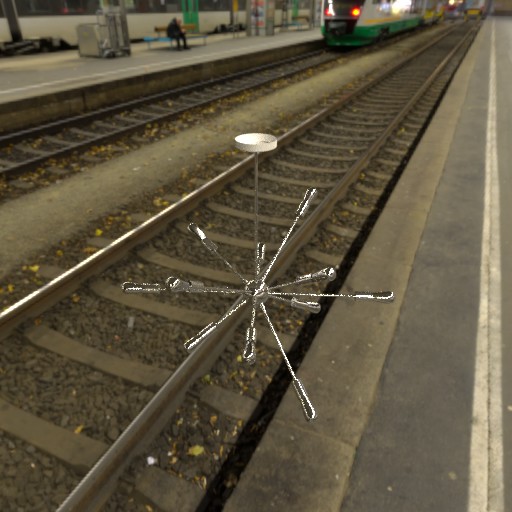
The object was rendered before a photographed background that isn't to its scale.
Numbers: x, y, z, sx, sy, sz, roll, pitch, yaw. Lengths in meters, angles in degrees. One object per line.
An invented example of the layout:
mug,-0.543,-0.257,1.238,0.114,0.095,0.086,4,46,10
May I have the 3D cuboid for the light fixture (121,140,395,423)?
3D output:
light fixture,0.000,0.000,1.055,0.684,0.558,0.509,2,30,3
